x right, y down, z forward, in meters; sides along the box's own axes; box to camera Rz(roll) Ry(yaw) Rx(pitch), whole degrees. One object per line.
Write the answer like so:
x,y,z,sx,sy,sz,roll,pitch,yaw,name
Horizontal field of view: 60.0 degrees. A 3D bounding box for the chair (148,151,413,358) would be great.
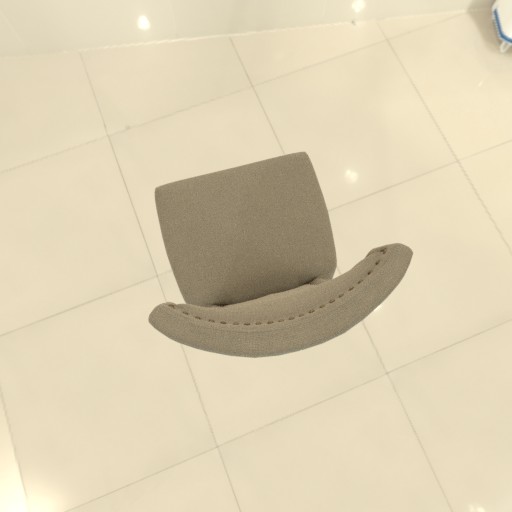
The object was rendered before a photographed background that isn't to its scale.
0.000,0.000,1.314,0.526,0.955,0.630,-14,75,-4,chair
